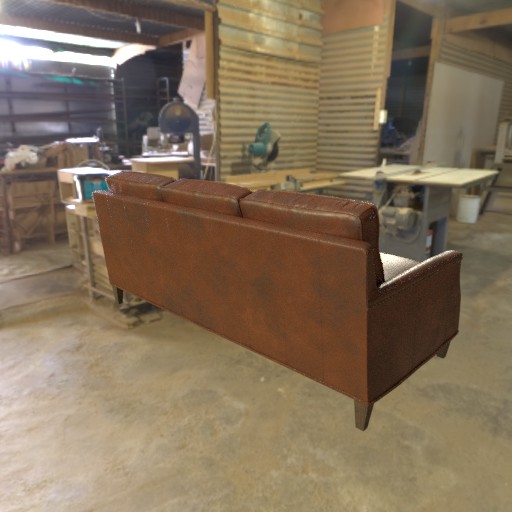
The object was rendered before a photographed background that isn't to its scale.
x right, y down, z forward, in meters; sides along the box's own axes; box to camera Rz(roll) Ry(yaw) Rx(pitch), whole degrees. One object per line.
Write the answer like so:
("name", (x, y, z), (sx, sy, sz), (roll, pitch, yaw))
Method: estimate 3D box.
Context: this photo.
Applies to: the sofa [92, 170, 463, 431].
("sofa", (0.000, 0.000, 2.827), (2.240, 1.003, 1.084), (15, 22, 42))
